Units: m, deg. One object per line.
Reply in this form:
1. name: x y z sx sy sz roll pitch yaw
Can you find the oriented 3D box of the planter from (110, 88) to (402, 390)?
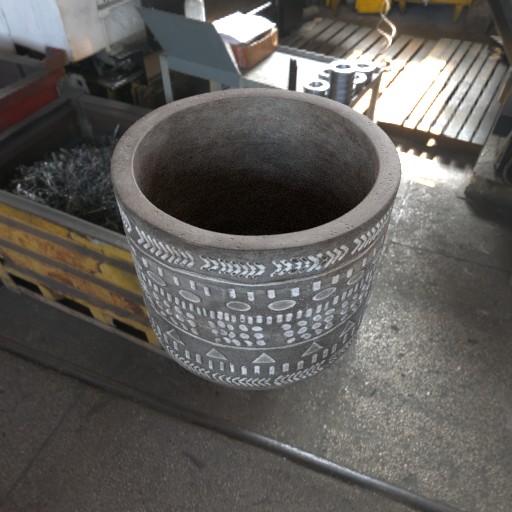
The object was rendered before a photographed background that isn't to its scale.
1. planter: 0.000 0.000 0.232 0.122 0.128 0.122 0 46 0
